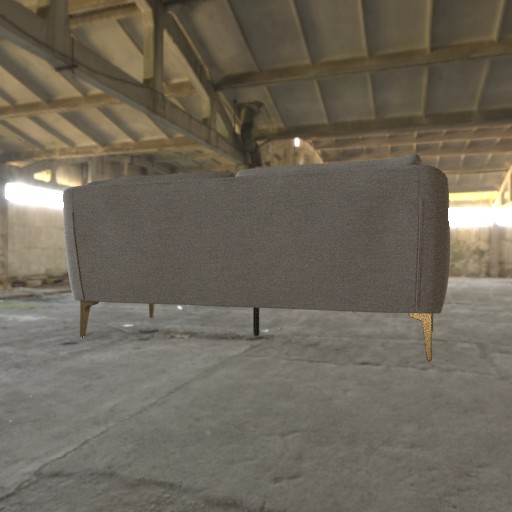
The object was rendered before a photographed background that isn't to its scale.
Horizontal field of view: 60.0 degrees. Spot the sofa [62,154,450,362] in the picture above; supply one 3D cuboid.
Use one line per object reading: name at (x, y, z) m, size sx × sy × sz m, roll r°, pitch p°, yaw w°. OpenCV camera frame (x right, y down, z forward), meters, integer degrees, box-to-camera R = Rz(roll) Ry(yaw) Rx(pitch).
sofa at (0.000, 0.000, 2.539) m, size 2.036 × 0.913 × 0.980 m, roll 0°, pitch 0°, yaw 18°
